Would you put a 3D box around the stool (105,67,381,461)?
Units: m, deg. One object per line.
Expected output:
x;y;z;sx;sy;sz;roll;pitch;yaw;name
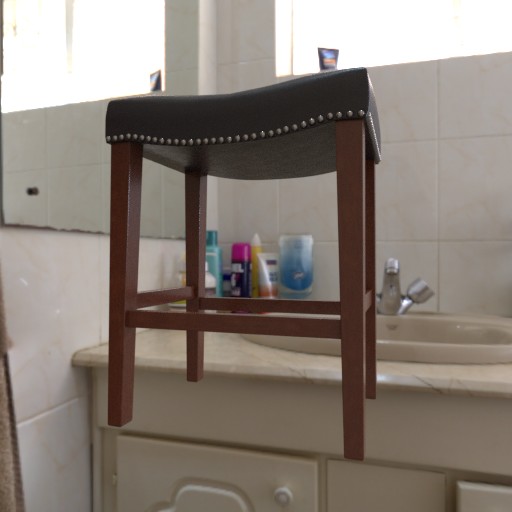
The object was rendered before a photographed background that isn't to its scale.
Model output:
0.000;0.000;0.948;0.504;0.654;0.372;0;-1;18;stool
